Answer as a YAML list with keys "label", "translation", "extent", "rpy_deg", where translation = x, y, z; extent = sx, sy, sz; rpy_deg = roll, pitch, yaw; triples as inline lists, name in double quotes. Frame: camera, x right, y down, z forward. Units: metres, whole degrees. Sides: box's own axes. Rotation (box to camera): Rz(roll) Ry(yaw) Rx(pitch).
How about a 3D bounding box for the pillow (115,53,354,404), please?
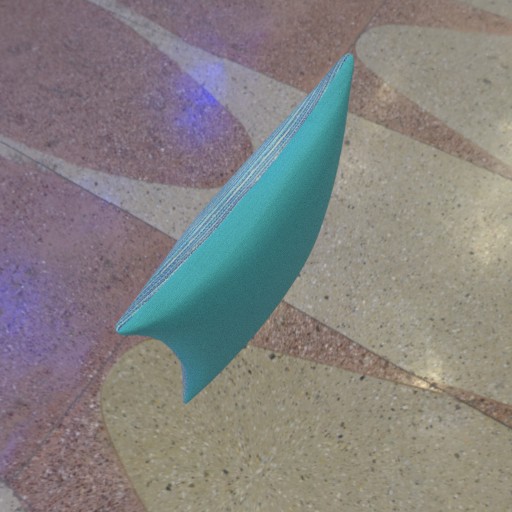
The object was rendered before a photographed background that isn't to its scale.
- label: "pillow"
  translation: [0.000, 0.000, 0.777]
  extent: [0.150, 0.497, 0.514]
  rpy_deg: [31, 67, 15]
